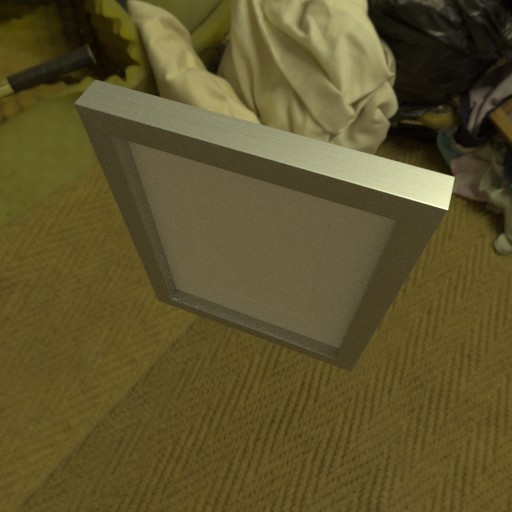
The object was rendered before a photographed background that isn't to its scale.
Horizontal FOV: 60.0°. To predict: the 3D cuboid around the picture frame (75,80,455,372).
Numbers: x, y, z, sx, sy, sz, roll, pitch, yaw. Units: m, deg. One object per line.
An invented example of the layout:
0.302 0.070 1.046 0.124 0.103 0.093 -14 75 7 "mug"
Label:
0.000 0.000 0.386 0.233 0.282 0.036 18 60 11 "picture frame"
